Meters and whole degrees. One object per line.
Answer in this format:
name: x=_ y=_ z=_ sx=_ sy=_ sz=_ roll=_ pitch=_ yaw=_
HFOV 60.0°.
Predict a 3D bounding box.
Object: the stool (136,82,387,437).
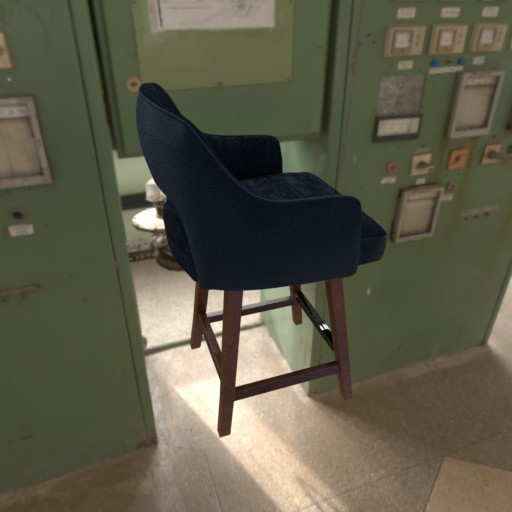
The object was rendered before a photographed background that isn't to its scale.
stool: x=0.000 y=0.000 z=1.283 sx=0.560 sy=0.940 sz=0.550 roll=-10 pitch=33 yaw=-16
